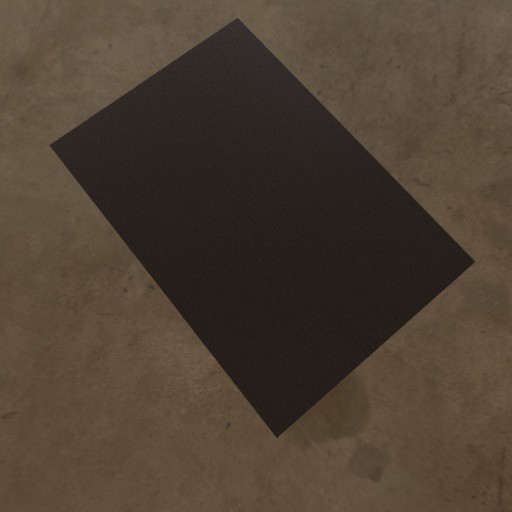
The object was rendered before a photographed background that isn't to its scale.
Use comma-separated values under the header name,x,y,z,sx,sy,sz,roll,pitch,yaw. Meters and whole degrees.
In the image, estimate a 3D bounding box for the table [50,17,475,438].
name,x,y,z,sx,sy,sz,roll,pitch,yaw
table,0.000,0.000,1.057,0.408,0.711,0.589,-38,79,-9
